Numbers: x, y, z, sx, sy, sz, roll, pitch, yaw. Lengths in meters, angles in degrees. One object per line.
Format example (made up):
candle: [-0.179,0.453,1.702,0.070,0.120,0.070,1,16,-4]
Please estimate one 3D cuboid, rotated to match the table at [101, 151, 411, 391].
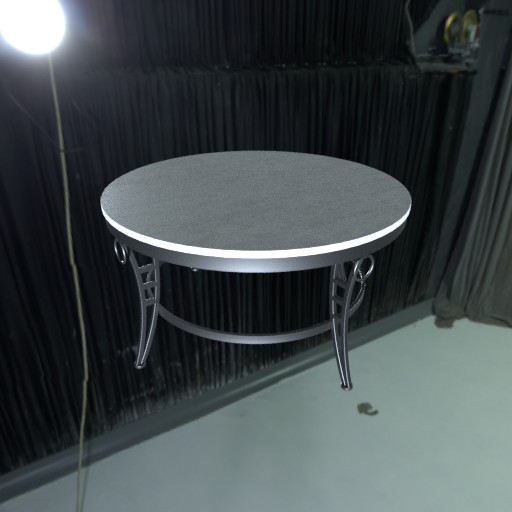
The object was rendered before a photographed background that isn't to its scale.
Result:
table: [0.000,0.000,1.435,0.889,0.470,0.889,0,27,0]
